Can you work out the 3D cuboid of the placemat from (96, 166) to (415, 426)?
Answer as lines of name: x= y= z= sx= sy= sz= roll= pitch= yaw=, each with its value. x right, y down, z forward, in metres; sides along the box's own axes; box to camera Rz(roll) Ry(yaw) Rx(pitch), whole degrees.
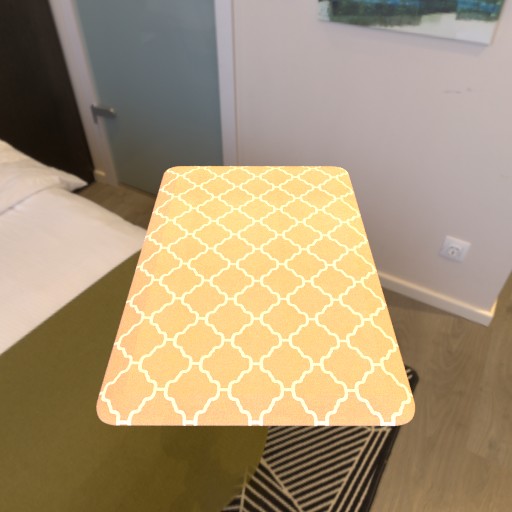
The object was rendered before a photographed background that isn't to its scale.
placemat: x=0.000 y=0.000 z=0.959 sx=0.508 sy=0.021 sz=0.762 roll=0 pitch=42 yaw=0
